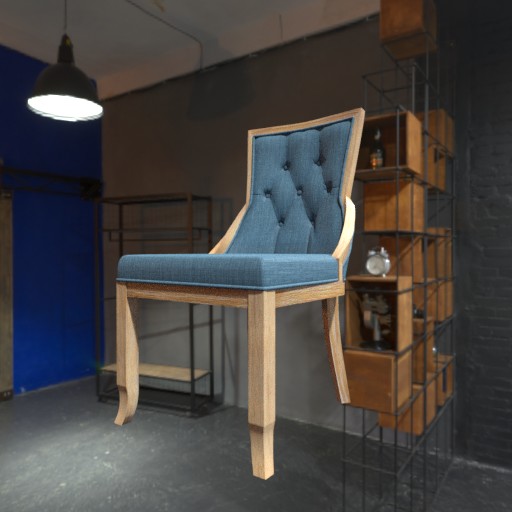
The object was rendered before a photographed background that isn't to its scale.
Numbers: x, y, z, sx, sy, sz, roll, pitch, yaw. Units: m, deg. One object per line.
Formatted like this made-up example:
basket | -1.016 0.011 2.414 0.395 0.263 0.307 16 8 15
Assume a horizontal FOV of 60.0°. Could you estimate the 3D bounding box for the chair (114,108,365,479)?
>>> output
chair | 0.000 0.000 1.348 0.524 0.947 0.641 1 1 36
